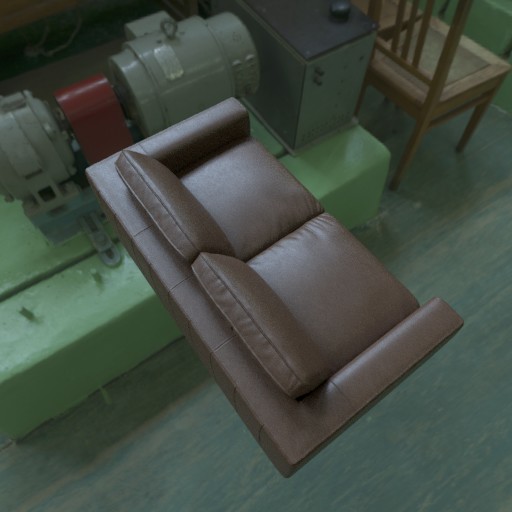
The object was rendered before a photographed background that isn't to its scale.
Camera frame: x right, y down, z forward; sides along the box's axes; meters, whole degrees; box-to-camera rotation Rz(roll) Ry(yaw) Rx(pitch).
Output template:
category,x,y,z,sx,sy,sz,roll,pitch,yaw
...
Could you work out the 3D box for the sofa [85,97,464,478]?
category,x,y,z,sx,sy,sz,roll,pitch,yaw
sofa,0.000,0.000,2.428,1.070,0.800,1.920,-32,65,-17
